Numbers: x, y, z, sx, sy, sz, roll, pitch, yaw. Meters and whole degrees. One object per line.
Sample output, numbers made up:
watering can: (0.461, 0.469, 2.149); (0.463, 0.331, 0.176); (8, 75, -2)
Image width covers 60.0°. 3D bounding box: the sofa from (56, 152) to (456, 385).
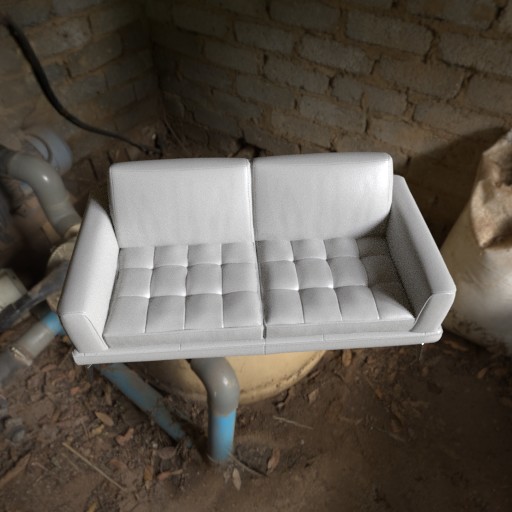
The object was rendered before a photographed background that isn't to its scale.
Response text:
sofa: (0.000, 0.000, 2.768); (2.177, 0.930, 1.121); (-3, 47, -3)
